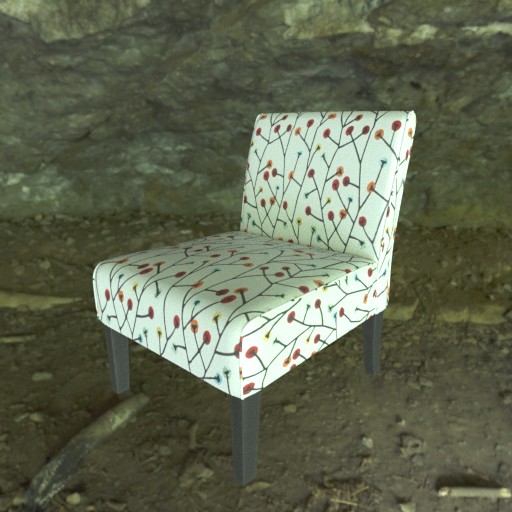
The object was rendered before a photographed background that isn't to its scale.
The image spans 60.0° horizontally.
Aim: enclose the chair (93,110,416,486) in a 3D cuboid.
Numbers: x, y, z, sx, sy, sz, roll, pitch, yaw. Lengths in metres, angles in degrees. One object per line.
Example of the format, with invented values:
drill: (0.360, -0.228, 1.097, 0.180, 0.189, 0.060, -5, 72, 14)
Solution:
chair: (0.000, 0.000, 1.293, 0.597, 0.813, 0.732, 15, 22, 40)
